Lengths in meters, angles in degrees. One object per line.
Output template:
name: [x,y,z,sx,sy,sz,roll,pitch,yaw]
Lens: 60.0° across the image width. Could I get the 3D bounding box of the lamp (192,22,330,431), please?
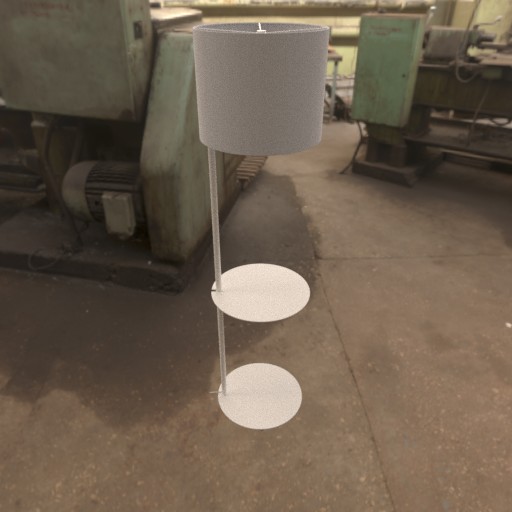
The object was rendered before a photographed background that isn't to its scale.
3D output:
lamp: [0.000,0.000,1.591,0.405,1.465,0.372,-1,31,-1]
